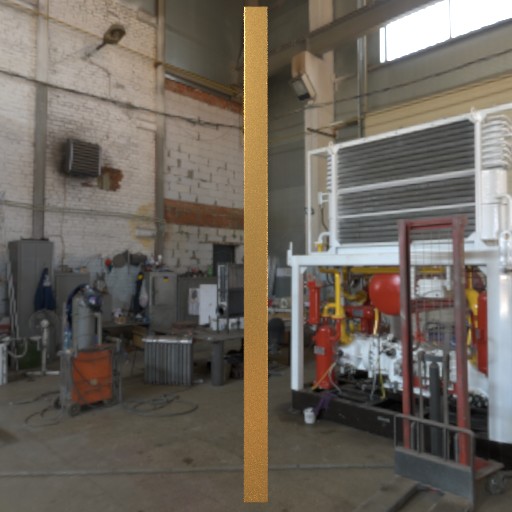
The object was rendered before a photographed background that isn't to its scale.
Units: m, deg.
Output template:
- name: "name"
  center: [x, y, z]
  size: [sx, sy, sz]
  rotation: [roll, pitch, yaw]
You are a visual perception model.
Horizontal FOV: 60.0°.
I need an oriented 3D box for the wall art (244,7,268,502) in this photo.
- name: "wall art"
  center: [0.000, 0.000, 1.030]
  size: [0.038, 0.812, 0.610]
  rotation: [0, -2, 0]
